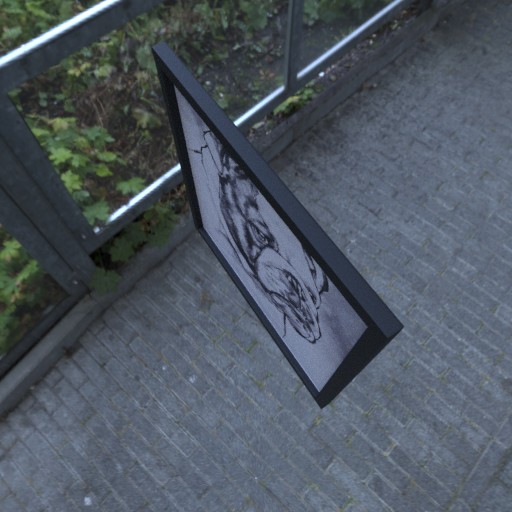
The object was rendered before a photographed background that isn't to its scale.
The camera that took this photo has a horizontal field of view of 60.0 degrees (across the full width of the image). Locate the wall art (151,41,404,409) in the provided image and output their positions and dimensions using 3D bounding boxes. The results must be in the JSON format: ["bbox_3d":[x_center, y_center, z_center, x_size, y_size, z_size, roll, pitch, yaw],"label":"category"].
[{"bbox_3d":[0.000,0.000,0.683,0.022,0.453,0.456,-31,67,-14],"label":"wall art"}]
